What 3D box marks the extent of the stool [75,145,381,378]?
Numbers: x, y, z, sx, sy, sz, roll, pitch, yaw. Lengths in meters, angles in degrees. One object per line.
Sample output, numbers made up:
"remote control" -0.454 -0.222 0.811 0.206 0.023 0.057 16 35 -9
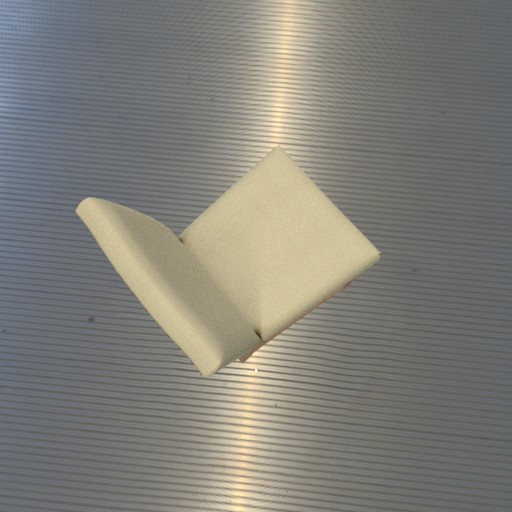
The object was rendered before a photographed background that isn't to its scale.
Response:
"stool" 0.000 0.000 1.371 0.623 0.986 0.508 -39 79 -9
